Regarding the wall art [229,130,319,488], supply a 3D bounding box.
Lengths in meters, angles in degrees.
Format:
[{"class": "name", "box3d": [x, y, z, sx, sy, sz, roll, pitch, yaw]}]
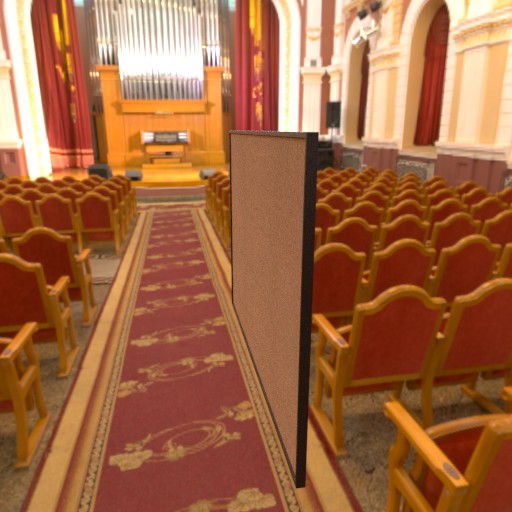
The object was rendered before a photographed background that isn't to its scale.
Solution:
[{"class": "wall art", "box3d": [0.000, 0.000, 1.216, 0.019, 0.660, 0.957, -3, 16, -10]}]
